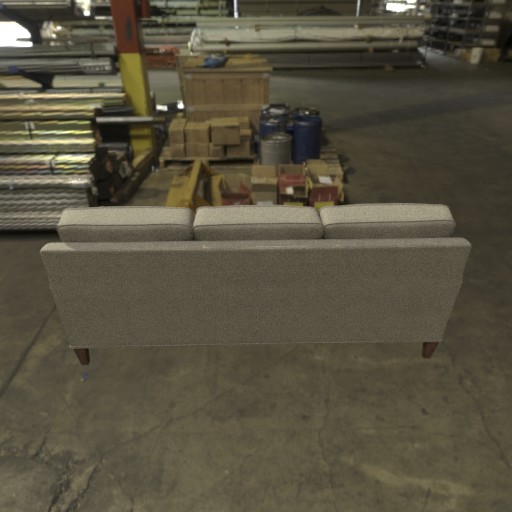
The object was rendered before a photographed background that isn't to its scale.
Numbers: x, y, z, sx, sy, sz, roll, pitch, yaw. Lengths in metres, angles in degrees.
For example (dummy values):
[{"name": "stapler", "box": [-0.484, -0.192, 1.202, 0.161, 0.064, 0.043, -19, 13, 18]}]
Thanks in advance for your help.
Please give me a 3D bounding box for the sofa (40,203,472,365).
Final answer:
[{"name": "sofa", "box": [0.000, 0.000, 2.834, 2.246, 1.003, 1.084, -1, 30, -1]}]
